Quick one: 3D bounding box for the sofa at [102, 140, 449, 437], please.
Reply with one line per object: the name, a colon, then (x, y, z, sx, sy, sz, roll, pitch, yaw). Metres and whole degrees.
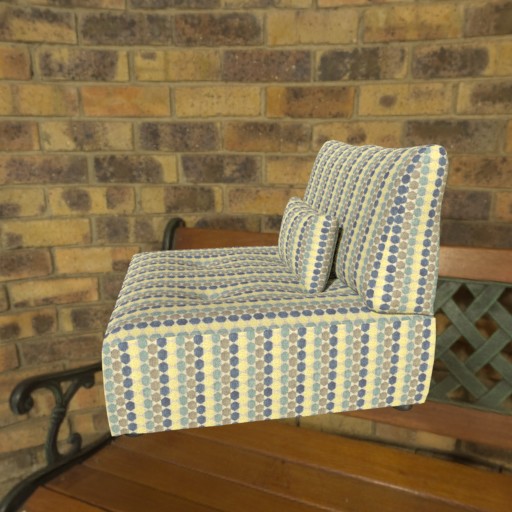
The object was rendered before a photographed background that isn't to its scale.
sofa: (0.000, 0.000, 1.669, 1.000, 0.830, 0.930, -3, 16, -9)
